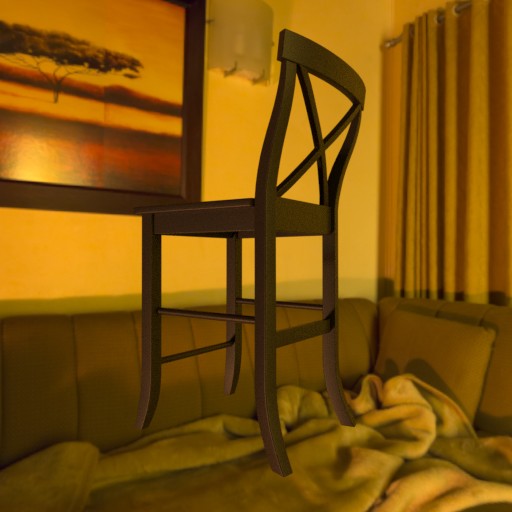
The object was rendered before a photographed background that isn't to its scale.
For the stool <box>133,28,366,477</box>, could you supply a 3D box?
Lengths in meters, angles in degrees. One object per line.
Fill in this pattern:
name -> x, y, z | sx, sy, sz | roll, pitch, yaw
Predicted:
stool -> 0.000, 0.000, 1.279 | 0.559, 0.989, 0.452 | 0, 0, 36
